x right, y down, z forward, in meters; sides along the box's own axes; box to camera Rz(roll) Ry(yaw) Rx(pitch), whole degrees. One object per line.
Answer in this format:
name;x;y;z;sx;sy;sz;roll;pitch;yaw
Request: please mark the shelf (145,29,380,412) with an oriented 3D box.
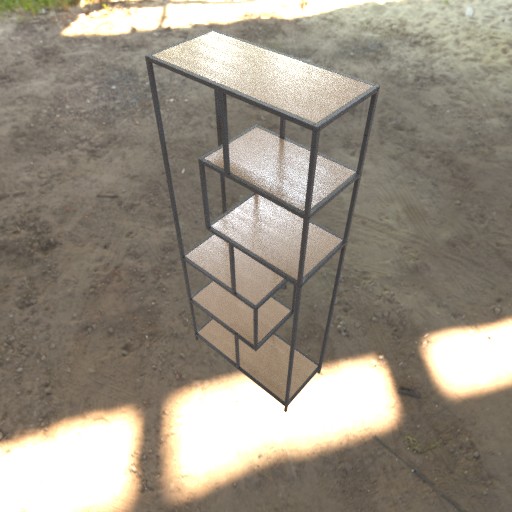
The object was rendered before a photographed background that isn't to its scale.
shelf;0.000;0.000;2.193;0.770;1.850;0.350;32;54;27
